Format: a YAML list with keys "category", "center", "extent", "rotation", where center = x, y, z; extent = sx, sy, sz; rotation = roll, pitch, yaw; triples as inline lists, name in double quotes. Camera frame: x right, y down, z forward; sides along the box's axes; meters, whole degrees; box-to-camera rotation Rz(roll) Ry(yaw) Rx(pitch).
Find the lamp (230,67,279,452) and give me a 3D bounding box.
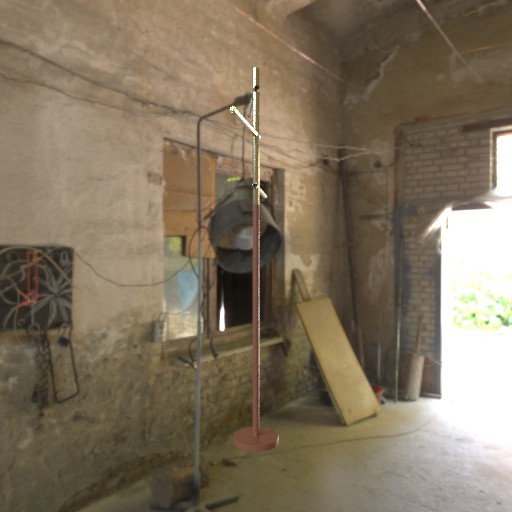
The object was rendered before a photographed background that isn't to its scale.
- category: "lamp"
  center: [0.000, 0.000, 2.030]
  extent: [0.209, 1.704, 0.737]
  rotation: [0, 1, 0]
